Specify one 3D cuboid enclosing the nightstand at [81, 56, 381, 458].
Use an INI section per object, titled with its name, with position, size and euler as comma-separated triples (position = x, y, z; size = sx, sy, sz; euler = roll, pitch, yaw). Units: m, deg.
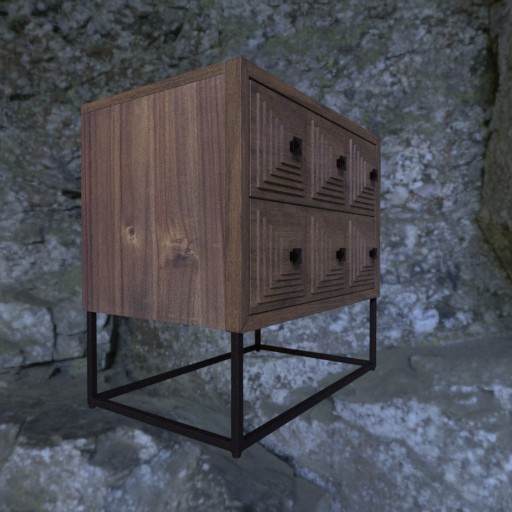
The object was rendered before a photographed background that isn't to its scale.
[nightstand]
position = 0.000, 0.000, 1.020
size = 0.437, 0.610, 0.610
euler = 1, 1, 35
